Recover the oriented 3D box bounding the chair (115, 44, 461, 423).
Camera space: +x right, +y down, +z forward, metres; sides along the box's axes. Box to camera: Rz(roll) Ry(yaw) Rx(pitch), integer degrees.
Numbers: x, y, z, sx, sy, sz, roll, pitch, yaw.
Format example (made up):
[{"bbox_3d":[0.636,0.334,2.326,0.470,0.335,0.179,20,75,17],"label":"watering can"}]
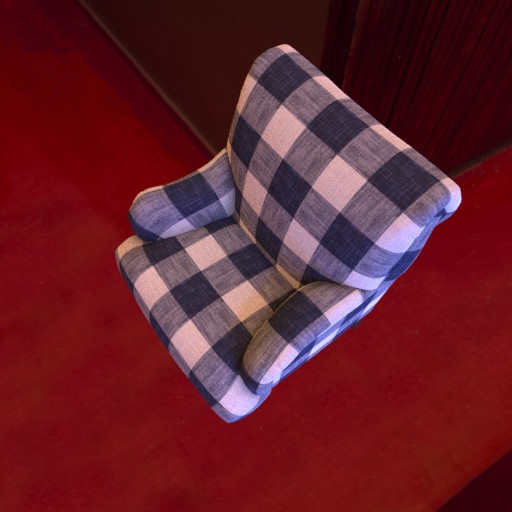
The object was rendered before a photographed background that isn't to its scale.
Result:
[{"bbox_3d":[0.000,0.000,1.555,0.848,0.953,0.781,-34,67,-17],"label":"chair"}]
